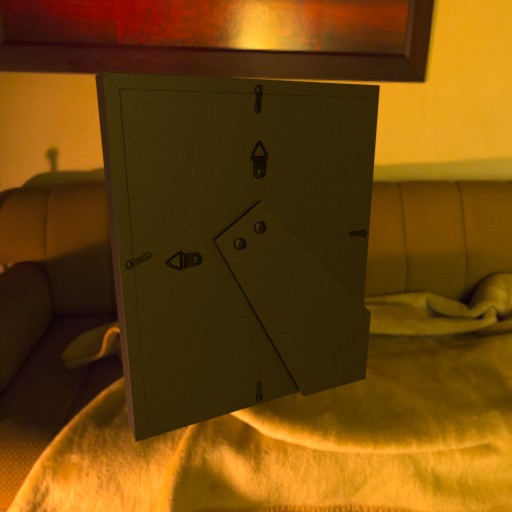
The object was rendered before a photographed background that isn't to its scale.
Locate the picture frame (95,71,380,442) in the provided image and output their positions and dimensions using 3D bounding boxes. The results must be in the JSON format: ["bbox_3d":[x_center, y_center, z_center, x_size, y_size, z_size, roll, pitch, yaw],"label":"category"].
[{"bbox_3d":[0.000,0.000,0.384,0.232,0.284,0.042,-8,18,-26],"label":"picture frame"}]
